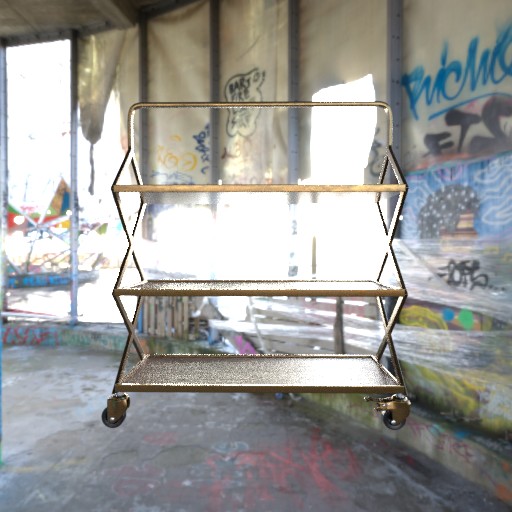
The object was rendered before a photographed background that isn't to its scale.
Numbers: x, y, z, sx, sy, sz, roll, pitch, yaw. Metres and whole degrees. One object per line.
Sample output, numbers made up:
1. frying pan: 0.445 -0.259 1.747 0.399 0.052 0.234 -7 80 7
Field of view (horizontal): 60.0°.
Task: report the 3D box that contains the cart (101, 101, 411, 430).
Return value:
1. cart: 0.000 0.000 1.173 0.723 0.805 0.313 0 1 1
